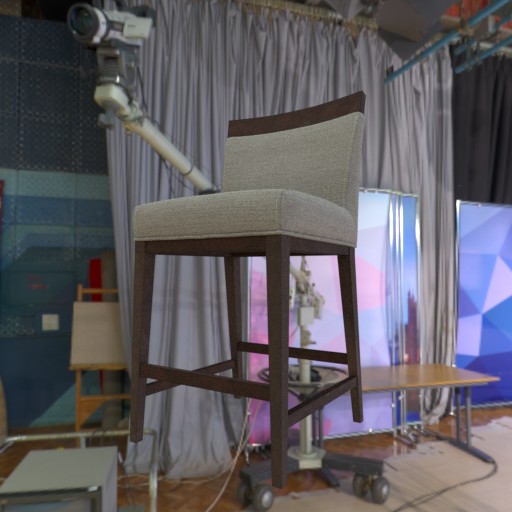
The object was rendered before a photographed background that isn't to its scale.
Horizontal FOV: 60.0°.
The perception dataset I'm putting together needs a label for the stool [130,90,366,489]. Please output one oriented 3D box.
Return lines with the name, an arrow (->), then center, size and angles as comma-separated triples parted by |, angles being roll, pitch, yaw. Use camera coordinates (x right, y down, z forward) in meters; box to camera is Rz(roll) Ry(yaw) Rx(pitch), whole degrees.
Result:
stool -> 0.000, 0.000, 1.299 | 0.512, 1.009, 0.531 | -1, -2, 33
